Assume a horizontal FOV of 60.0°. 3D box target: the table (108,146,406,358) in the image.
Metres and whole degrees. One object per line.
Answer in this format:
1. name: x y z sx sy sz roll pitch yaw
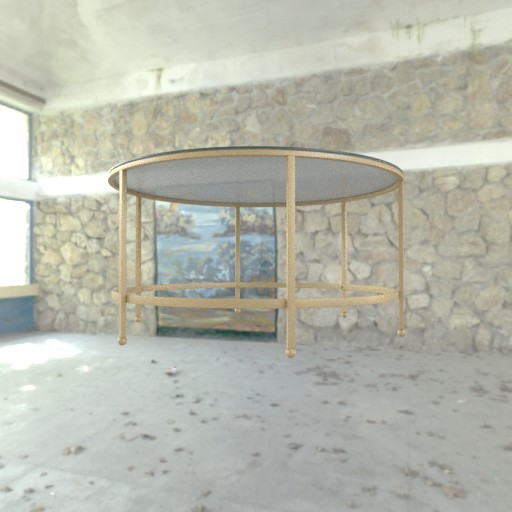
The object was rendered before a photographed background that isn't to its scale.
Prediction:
1. table: 0.000 0.000 1.432 0.914 0.470 0.914 0 -1 0
